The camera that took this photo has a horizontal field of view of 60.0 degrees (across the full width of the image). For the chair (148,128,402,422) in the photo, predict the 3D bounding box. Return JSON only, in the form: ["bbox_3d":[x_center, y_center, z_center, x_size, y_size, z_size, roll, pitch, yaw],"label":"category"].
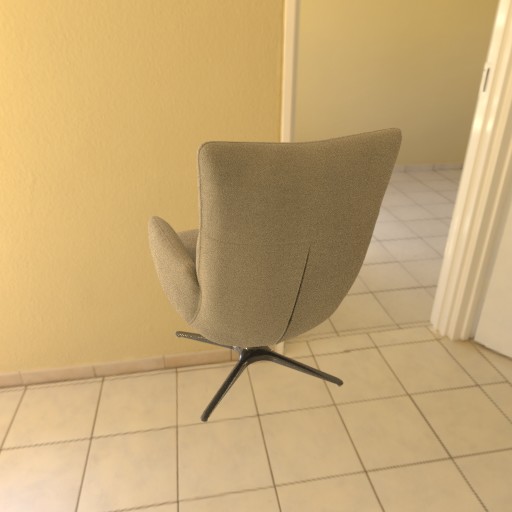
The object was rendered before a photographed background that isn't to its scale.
[{"bbox_3d":[0.000,0.000,1.609,0.711,1.016,0.889,-9,28,-17],"label":"chair"}]
